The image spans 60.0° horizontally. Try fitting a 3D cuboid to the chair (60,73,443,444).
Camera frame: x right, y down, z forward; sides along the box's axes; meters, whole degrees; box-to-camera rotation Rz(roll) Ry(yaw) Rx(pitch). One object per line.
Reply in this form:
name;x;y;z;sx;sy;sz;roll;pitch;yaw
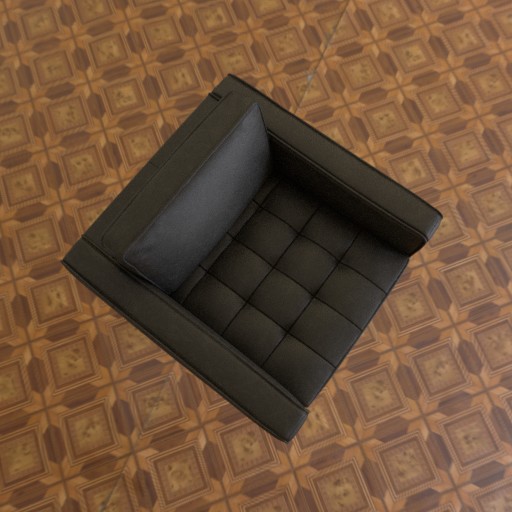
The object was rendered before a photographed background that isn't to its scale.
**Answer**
chair;0.000;0.000;1.595;0.914;0.763;0.889;36;78;9
